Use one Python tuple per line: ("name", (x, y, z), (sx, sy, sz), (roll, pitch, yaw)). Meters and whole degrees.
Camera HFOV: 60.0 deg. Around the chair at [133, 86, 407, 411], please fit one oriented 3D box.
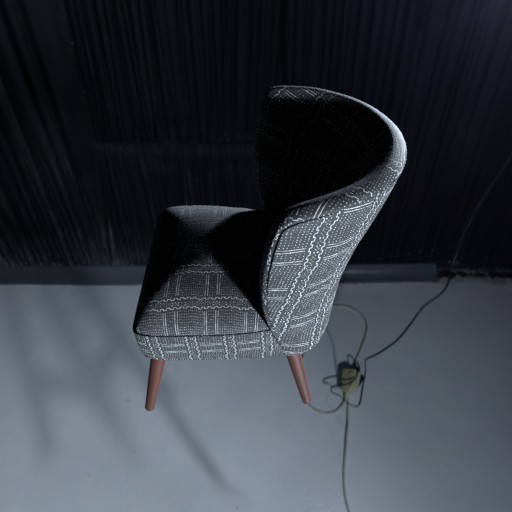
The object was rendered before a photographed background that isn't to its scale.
("chair", (0.000, 0.000, 1.418), (0.758, 0.866, 0.710), (-1, 43, -1))
